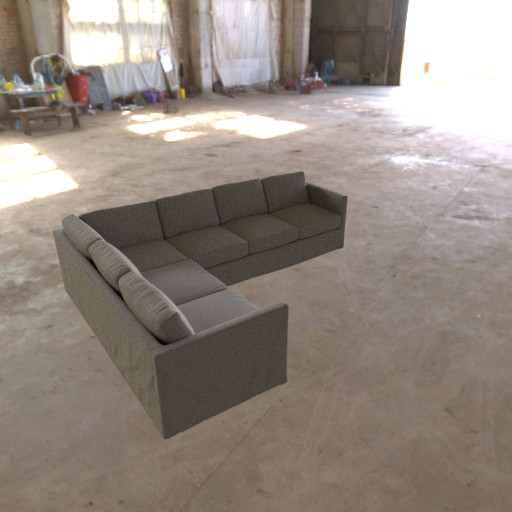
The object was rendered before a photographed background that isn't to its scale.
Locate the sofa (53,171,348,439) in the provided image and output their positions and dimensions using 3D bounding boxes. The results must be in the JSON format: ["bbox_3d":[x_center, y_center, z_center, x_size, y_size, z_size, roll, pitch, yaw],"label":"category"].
[{"bbox_3d":[0.000,0.000,4.381,3.182,0.871,2.432,-17,30,-32],"label":"sofa"}]
